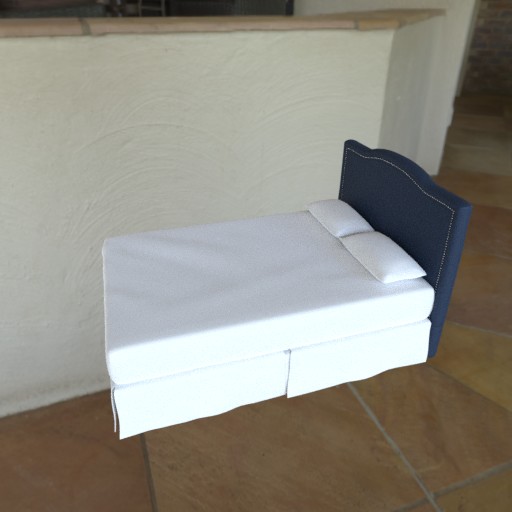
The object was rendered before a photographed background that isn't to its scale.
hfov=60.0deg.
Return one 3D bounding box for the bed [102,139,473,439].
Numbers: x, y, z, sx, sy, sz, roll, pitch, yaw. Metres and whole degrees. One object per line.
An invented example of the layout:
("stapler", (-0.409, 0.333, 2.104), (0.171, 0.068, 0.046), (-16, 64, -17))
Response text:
("bed", (0.000, 0.000, 3.586), (2.507, 1.441, 1.741), (-9, 31, -15))
